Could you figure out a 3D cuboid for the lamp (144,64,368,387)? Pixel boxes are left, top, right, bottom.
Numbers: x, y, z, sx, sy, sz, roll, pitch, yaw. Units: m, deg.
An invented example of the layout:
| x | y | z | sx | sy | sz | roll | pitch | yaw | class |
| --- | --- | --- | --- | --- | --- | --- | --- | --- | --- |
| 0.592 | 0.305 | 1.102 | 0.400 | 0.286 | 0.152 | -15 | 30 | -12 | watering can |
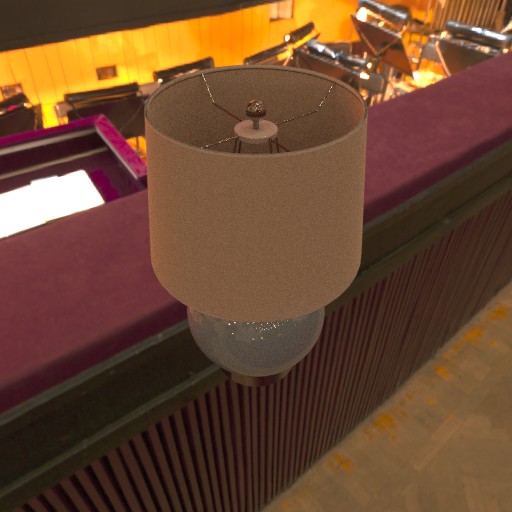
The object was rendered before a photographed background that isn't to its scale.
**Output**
| x | y | z | sx | sy | sz | roll | pitch | yaw | class |
| --- | --- | --- | --- | --- | --- | --- | --- | --- | --- |
| 0.000 | 0.000 | 0.542 | 0.247 | 0.387 | 0.247 | 0 | 42 | 0 | lamp |
